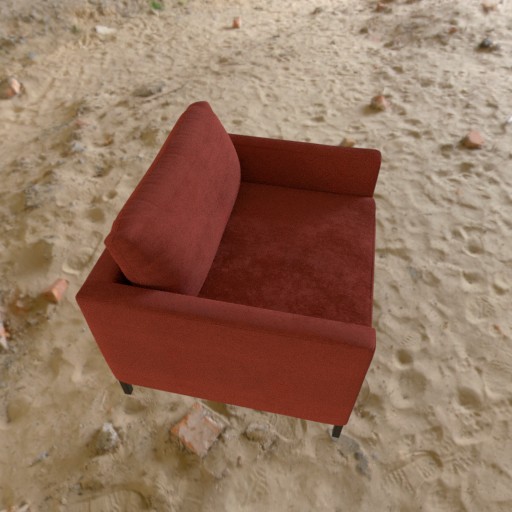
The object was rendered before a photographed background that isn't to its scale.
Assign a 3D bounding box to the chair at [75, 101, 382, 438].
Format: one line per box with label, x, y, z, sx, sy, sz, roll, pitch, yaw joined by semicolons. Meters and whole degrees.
chair;0.000;0.000;1.661;0.875;0.812;0.964;9;48;8
